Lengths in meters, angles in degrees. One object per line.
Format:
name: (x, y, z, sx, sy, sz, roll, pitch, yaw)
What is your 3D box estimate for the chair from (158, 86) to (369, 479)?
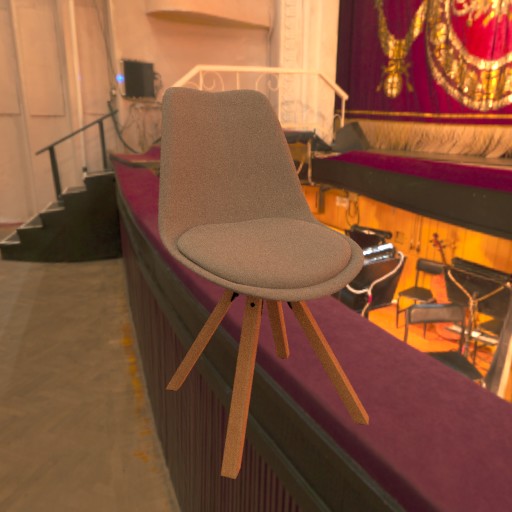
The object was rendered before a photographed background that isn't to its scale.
chair: (0.000, 0.000, 1.171, 0.474, 0.863, 0.549, -9, 19, -27)
